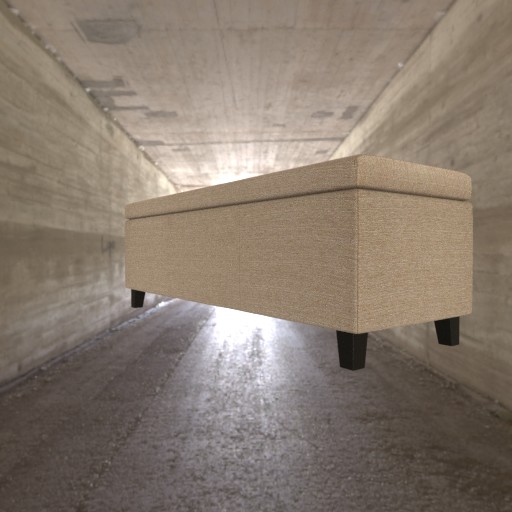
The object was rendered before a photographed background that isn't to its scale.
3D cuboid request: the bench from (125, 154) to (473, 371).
[{"bbox_3d":[0.000,0.000,1.479,0.446,0.438,1.269,-1,1,-37],"label":"bench"}]
